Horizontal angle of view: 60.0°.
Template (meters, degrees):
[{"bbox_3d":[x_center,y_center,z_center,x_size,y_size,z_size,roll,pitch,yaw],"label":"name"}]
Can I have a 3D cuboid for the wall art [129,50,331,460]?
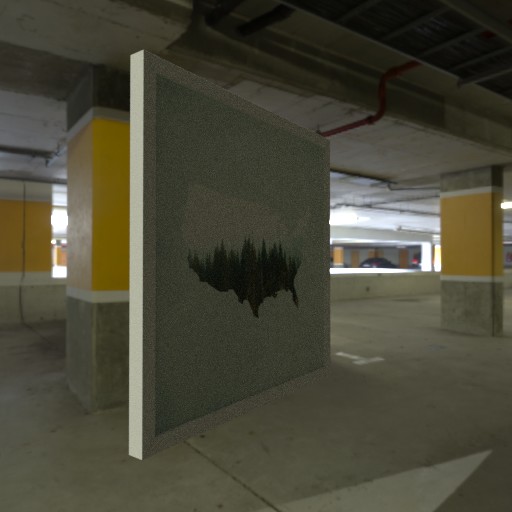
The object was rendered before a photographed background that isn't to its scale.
[{"bbox_3d":[0.000,0.000,1.141,0.038,0.762,0.762,-1,-1,36],"label":"wall art"}]
